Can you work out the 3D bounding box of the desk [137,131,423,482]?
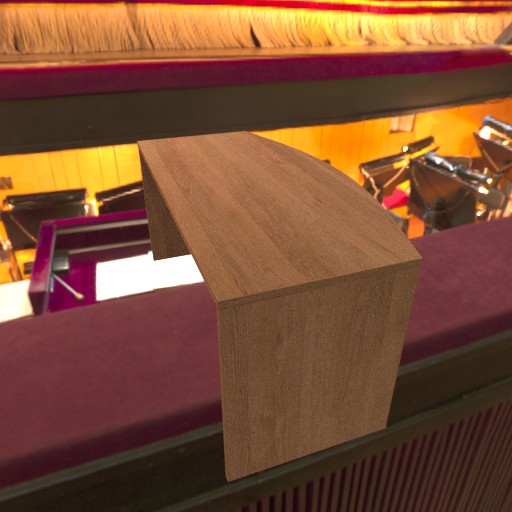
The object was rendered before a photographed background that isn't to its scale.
[{"bbox_3d":[0.000,0.000,2.089,0.802,0.752,1.600,-10,31,-18],"label":"desk"}]
